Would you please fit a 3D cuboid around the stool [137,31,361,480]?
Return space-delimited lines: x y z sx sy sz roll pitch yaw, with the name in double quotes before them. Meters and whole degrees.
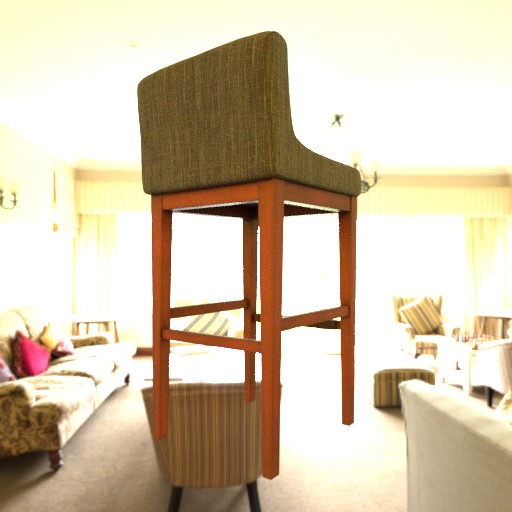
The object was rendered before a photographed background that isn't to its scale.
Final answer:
"stool" 0.000 0.000 1.226 0.426 0.965 0.499 -1 -1 37
